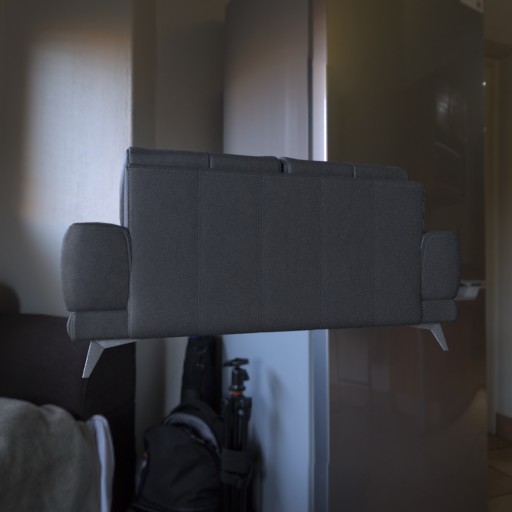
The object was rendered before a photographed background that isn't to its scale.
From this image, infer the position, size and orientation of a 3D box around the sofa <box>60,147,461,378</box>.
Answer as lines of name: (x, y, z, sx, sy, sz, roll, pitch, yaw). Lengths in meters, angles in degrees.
sofa: (0.000, 0.000, 2.323, 1.806, 0.907, 1.018, 0, -1, -18)
